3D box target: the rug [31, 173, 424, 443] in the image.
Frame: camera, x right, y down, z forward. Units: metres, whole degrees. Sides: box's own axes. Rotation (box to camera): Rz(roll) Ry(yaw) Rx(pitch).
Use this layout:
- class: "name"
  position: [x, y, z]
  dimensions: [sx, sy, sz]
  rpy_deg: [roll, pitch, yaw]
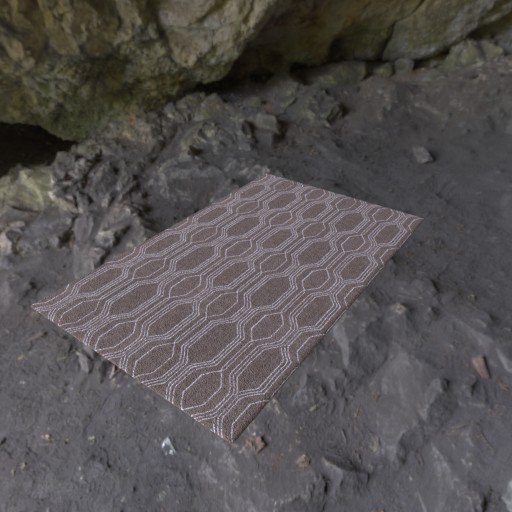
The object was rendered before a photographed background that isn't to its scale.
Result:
- class: "rug"
  position: [0.000, 0.000, 3.090]
  dimensions: [1.541, 0.012, 2.457]
  rpy_deg: [22, 39, 29]
